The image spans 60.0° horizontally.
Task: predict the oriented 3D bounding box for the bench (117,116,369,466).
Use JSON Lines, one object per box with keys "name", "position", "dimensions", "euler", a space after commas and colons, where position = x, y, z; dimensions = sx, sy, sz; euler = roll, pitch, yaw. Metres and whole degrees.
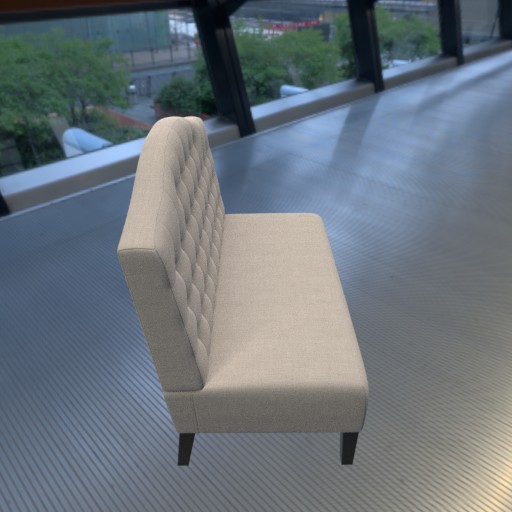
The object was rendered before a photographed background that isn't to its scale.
{"name": "bench", "position": [0.000, 0.000, 2.017], "dimensions": [0.815, 1.180, 1.335], "euler": [0, 33, 0]}
